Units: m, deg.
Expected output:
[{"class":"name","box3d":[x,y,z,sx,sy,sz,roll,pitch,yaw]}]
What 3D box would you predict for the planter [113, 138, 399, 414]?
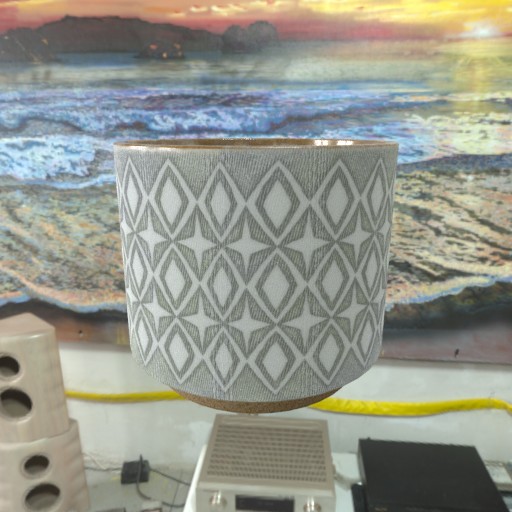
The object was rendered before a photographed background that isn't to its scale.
[{"class":"planter","box3d":[0.000,0.000,0.443,0.255,0.223,0.255,0,16,0]}]
